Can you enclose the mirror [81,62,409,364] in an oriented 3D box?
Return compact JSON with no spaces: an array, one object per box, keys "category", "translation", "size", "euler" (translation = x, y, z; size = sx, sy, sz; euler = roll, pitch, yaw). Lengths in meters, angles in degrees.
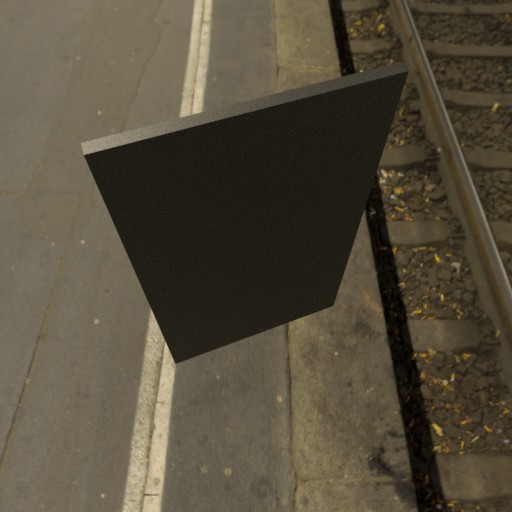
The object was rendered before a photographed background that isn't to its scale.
[{"category":"mirror","translation":[0.000,0.000,1.489],"size":[0.762,1.219,0.038],"euler":[-18,59,-12]}]
